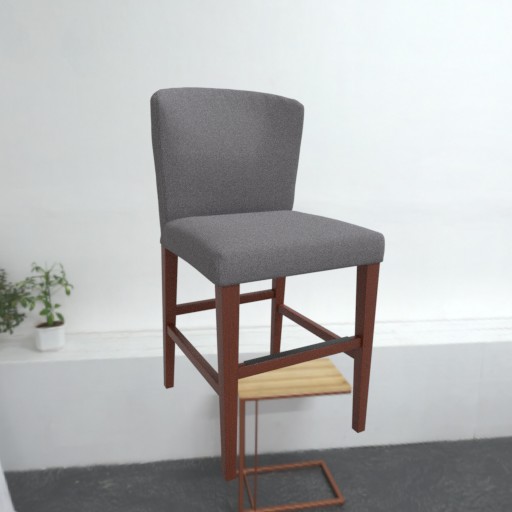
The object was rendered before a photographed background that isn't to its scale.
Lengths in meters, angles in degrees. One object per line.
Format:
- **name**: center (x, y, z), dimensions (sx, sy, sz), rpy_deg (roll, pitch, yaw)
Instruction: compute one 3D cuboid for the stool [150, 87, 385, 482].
- **stool**: center (0.000, 0.000, 1.276), dimensions (0.481, 0.968, 0.568), rpy_deg (-7, 15, -27)
